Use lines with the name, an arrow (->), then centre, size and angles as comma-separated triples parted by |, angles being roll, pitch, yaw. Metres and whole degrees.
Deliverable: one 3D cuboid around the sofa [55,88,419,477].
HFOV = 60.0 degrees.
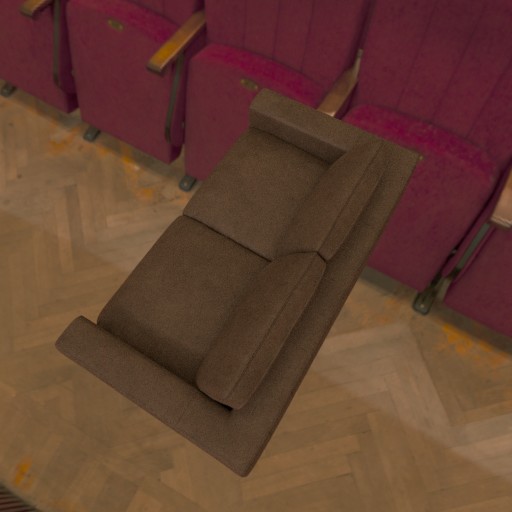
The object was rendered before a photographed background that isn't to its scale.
sofa -> 0.000, 0.000, 2.419 | 1.070, 0.800, 1.920 | 28, 67, 13
